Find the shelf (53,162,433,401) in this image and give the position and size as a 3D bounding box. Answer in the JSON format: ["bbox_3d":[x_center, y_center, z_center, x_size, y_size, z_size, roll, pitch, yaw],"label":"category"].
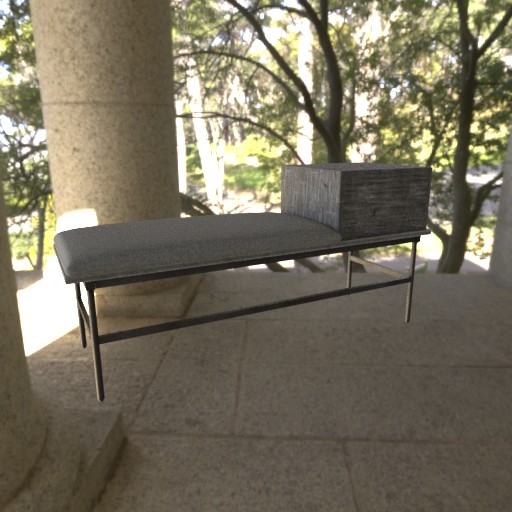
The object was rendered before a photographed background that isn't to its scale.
[{"bbox_3d":[0.000,0.000,1.652,1.342,0.633,0.457,-8,17,-27],"label":"shelf"}]
